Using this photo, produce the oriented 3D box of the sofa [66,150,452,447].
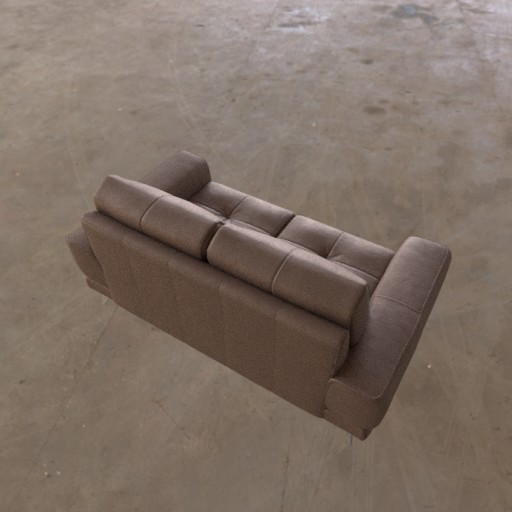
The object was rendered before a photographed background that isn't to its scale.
[{"bbox_3d":[0.000,0.000,2.360,1.806,0.907,1.018,24,51,21],"label":"sofa"}]
